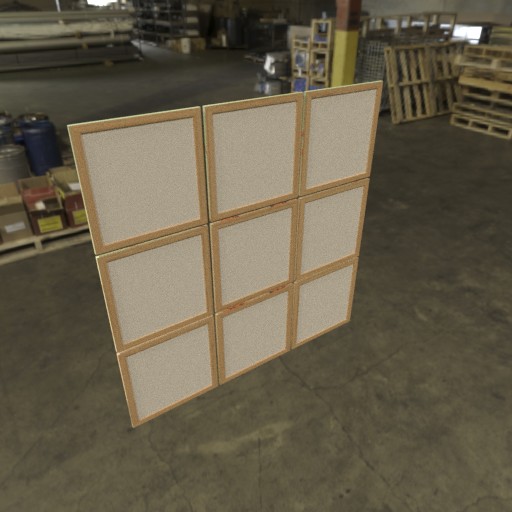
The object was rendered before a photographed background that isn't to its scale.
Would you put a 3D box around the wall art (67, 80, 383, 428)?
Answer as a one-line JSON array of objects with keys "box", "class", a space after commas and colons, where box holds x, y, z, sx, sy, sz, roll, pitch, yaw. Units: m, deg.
[{"box": [0.000, 0.000, 1.787, 1.214, 1.219, 0.013, -19, 36, -29], "class": "wall art"}]
